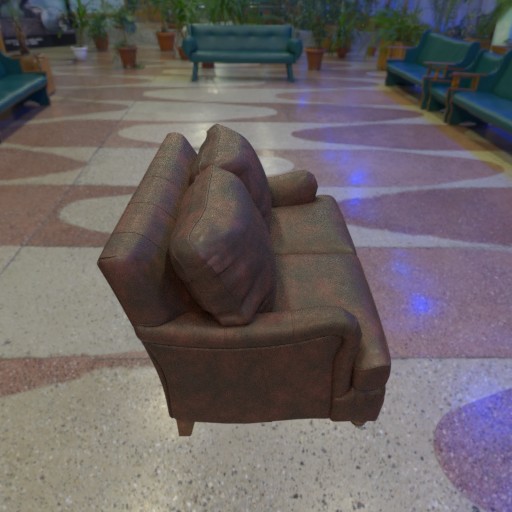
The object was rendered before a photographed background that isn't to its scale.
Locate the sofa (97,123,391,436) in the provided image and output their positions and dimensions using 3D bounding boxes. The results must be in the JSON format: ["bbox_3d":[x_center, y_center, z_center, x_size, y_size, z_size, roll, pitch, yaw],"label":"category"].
[{"bbox_3d":[0.000,0.000,2.431,1.148,1.070,1.628,0,32,0],"label":"sofa"}]
